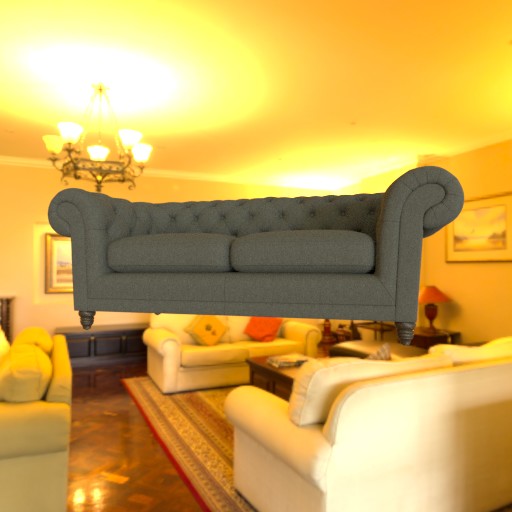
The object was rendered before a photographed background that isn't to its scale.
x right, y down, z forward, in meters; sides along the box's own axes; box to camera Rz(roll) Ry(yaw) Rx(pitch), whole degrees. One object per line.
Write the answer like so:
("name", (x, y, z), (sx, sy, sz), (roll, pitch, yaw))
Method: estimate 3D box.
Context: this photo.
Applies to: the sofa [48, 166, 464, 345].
("sofa", (0.000, 0.000, 2.469), (1.998, 0.764, 0.986), (0, -1, 17))
